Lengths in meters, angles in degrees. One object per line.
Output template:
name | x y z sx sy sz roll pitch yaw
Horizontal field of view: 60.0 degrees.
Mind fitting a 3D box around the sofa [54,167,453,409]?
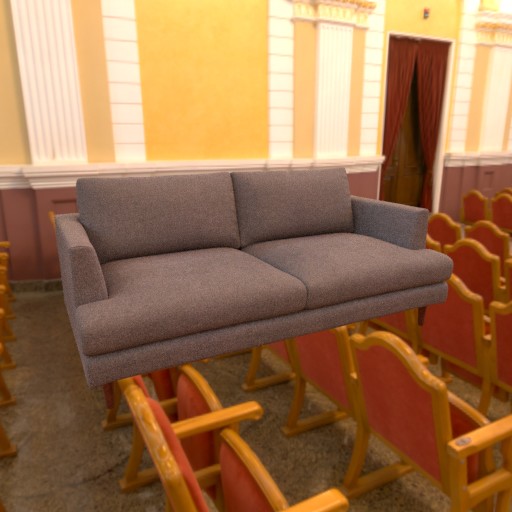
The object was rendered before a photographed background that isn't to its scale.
sofa | 0.000 0.000 2.436 1.948 0.868 1.020 -8 17 -26
